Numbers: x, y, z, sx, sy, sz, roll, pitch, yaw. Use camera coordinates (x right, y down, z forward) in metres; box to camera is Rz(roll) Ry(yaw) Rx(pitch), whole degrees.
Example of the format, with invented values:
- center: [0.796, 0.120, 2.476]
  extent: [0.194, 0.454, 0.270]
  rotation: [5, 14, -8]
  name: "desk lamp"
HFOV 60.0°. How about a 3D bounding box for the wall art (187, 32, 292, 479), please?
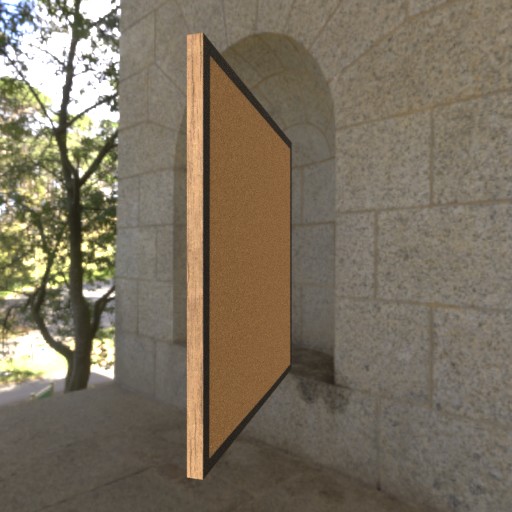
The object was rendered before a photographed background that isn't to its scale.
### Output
- center: [0.000, 0.000, 1.022]
  extent: [0.029, 0.691, 0.695]
  rotation: [0, 0, 16]
  name: "wall art"
